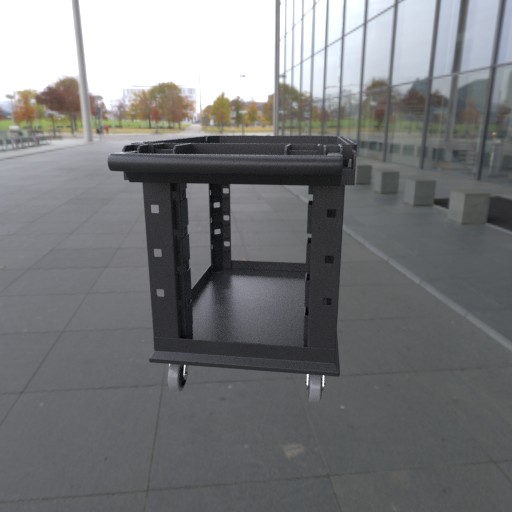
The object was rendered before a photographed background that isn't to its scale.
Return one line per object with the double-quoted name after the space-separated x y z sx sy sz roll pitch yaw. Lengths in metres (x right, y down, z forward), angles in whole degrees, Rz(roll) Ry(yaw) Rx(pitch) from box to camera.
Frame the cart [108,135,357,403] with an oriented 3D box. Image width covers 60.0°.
0.000 0.000 1.741 0.674 0.884 1.239 2 17 8 "cart"
